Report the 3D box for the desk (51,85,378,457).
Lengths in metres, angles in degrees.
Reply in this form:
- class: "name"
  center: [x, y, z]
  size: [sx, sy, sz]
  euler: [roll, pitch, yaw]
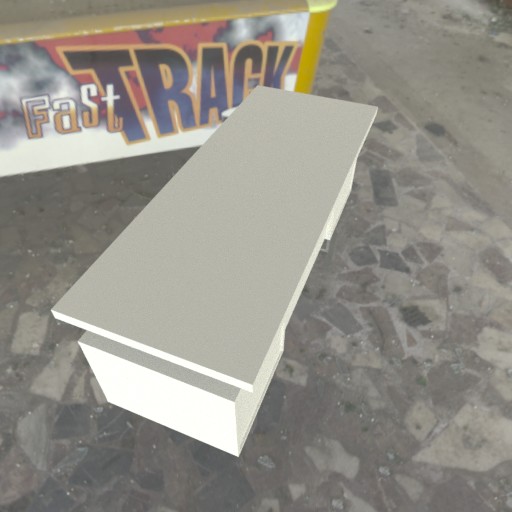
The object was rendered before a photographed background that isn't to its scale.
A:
- class: "desk"
  center: [0.000, 0.000, 1.914]
  size: [0.603, 0.773, 1.530]
  euler: [16, 47, 15]
